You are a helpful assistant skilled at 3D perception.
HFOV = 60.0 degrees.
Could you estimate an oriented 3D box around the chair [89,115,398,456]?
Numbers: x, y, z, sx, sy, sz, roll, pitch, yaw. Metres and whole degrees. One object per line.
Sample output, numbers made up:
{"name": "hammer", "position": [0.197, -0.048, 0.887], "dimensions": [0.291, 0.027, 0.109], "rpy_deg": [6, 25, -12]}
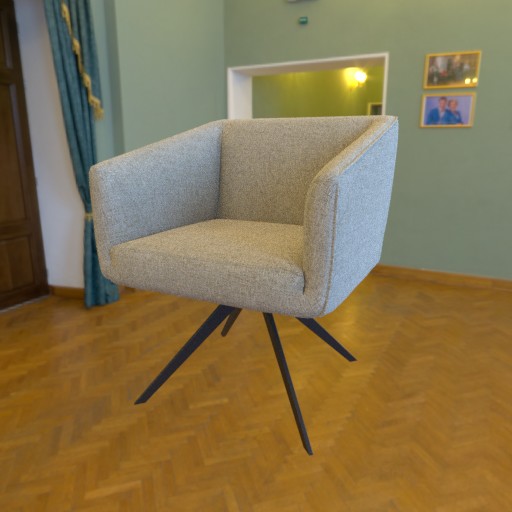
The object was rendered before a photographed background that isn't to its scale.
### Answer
{"name": "chair", "position": [0.000, 0.000, 1.227], "dimensions": [0.628, 0.760, 0.623], "rpy_deg": [7, 16, 26]}
